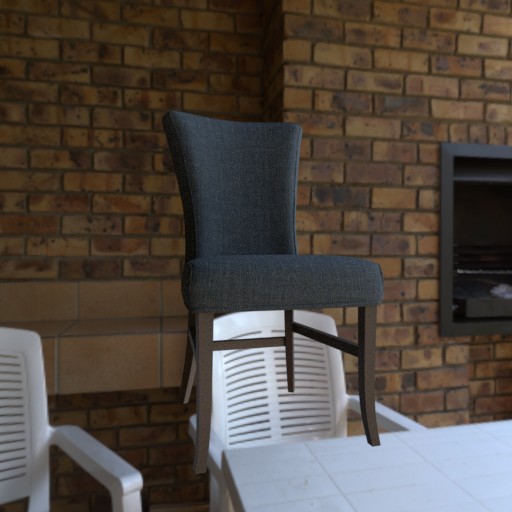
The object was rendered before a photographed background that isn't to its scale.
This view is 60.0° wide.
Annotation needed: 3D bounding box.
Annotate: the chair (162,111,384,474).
[{"bbox_3d":[0.000,0.000,1.376,0.520,0.991,0.660,0,0,-18],"label":"chair"}]
